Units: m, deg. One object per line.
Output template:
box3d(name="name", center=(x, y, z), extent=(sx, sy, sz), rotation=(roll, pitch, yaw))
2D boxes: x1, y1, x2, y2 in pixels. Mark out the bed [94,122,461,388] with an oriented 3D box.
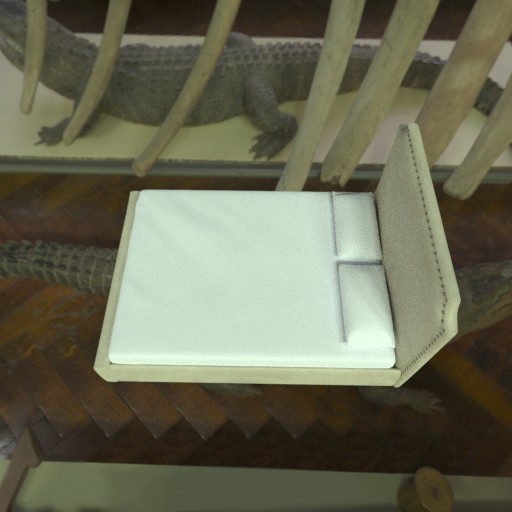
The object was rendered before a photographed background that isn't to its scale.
box3d(name="bed", center=(0.000, 0.000, 3.452), extent=(2.372, 1.443, 1.712), rotation=(1, 59, 1))
